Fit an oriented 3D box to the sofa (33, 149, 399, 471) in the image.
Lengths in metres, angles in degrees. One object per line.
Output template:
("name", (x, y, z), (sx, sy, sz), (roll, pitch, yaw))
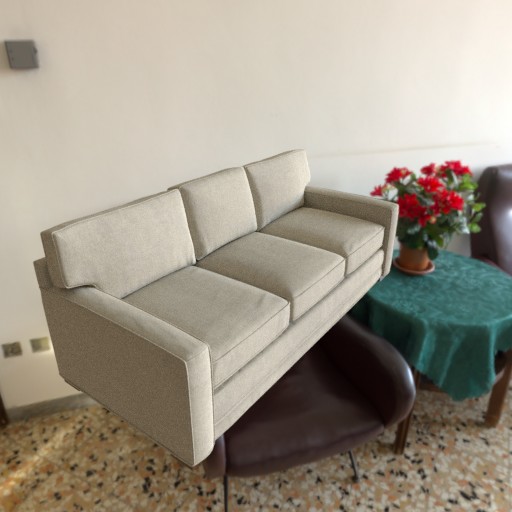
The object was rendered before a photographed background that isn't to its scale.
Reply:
("sofa", (0.000, 0.000, 2.561), (0.936, 0.862, 2.093), (17, 30, 32))
